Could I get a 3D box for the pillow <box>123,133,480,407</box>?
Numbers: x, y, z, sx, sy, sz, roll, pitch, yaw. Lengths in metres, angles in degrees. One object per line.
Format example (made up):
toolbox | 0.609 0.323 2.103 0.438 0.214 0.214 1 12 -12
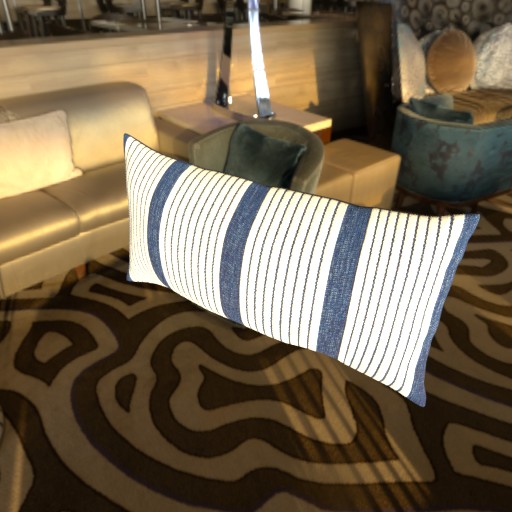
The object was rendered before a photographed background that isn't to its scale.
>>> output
pillow | 0.000 0.000 0.722 0.608 0.292 0.156 19 36 27
